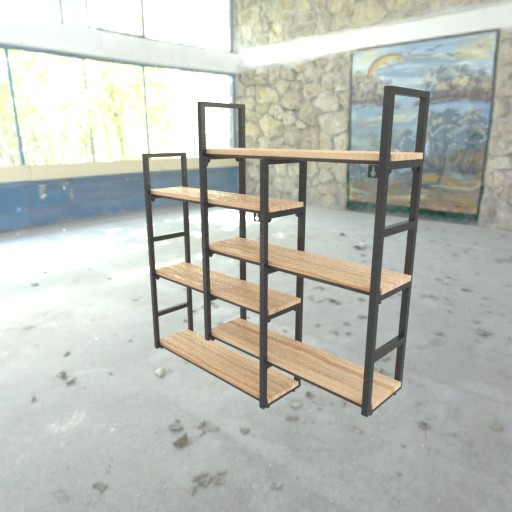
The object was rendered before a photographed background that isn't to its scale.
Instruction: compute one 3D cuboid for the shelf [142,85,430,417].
[{"bbox_3d":[0.000,0.000,1.387,0.946,0.921,0.183,14,21,42],"label":"shelf"}]
